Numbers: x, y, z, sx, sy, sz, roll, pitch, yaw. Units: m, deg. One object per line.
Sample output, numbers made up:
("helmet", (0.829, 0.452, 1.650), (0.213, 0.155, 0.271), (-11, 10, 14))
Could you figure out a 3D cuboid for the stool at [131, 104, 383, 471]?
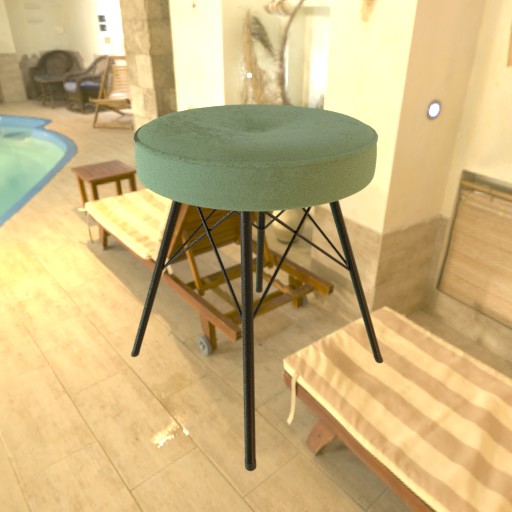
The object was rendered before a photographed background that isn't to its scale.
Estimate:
("stool", (0.000, 0.000, 0.868), (0.457, 0.519, 0.458), (-18, 33, -30))
